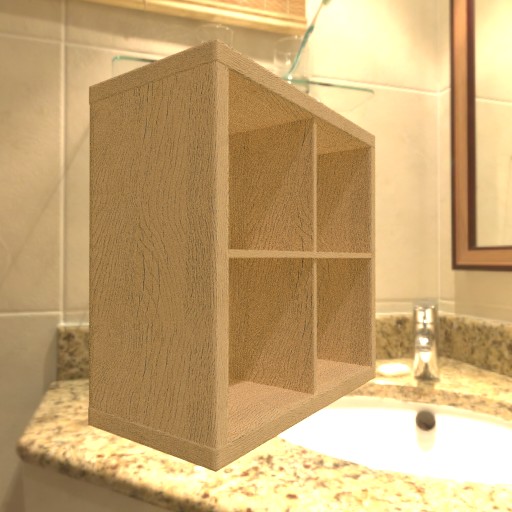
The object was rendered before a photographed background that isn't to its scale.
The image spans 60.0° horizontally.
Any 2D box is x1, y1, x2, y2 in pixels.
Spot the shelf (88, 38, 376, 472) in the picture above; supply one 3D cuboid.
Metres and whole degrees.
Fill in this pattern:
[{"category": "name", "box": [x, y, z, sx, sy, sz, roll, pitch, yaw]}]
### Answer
[{"category": "shelf", "box": [0.000, 0.000, 1.237, 0.390, 0.786, 0.790, 0, -1, 36]}]
